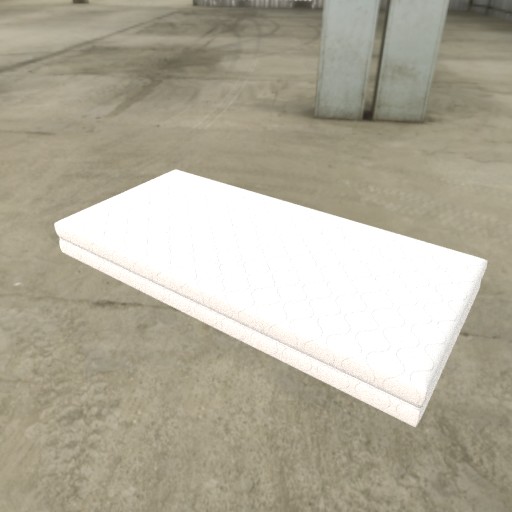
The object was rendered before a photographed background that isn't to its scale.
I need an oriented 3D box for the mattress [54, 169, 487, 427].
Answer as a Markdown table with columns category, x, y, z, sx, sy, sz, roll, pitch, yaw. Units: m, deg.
| category | x | y | z | sx | sy | sz | roll | pitch | yaw |
| --- | --- | --- | --- | --- | --- | --- | --- | --- | --- |
| mattress | 0.000 | 0.000 | 2.163 | 1.900 | 0.200 | 0.900 | 21 | 38 | 29 |
